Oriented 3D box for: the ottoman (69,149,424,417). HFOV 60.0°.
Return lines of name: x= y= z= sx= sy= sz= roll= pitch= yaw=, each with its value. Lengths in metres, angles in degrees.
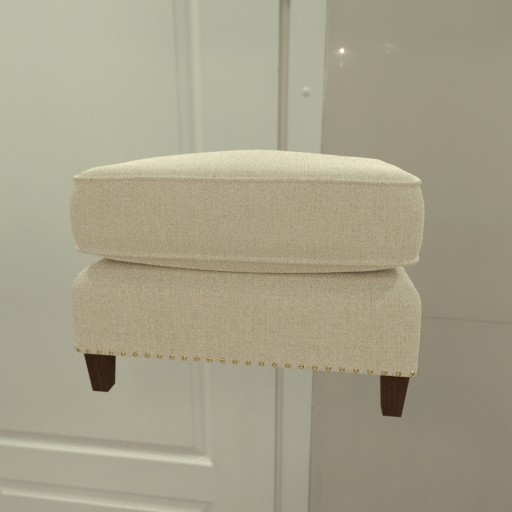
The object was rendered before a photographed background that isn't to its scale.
ottoman: x=0.000 y=0.000 z=1.149 sx=0.738 sy=0.537 sz=0.589 roll=2 pitch=15 yaw=8
